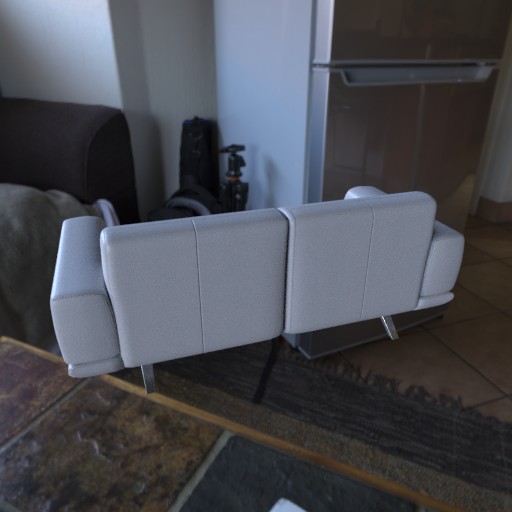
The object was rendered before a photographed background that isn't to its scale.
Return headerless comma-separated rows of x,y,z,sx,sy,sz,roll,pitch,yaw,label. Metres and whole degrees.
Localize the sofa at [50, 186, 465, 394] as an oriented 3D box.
0.000,0.000,2.331,1.901,0.772,0.900,-8,28,-16,sofa
